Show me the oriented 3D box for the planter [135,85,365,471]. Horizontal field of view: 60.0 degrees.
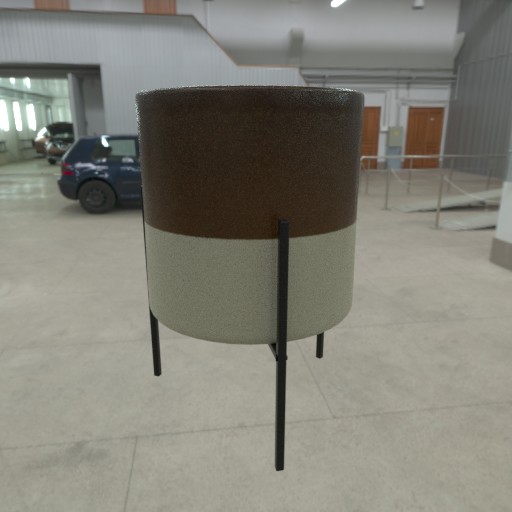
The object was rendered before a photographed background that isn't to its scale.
[{"bbox_3d":[0.000,0.000,0.549,0.269,0.375,0.255,-15,22,-41],"label":"planter"}]
